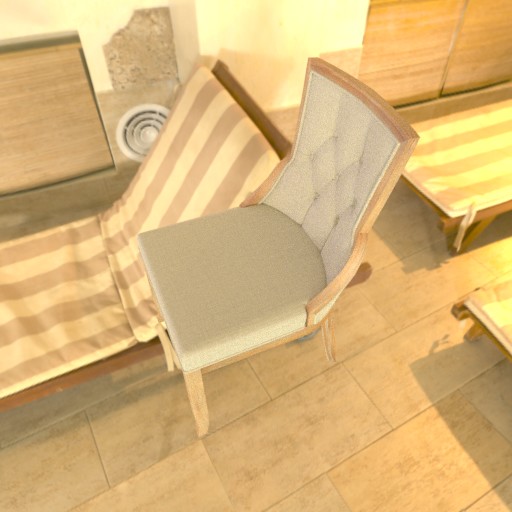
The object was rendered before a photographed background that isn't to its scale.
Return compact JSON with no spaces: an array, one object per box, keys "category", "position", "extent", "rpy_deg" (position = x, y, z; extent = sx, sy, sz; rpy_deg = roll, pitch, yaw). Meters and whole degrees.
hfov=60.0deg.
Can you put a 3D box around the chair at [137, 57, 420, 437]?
[{"category":"chair","position":[0.000,0.000,1.361],"extent":[0.641,0.947,0.524],"rpy_deg":[-18,49,-16]}]
